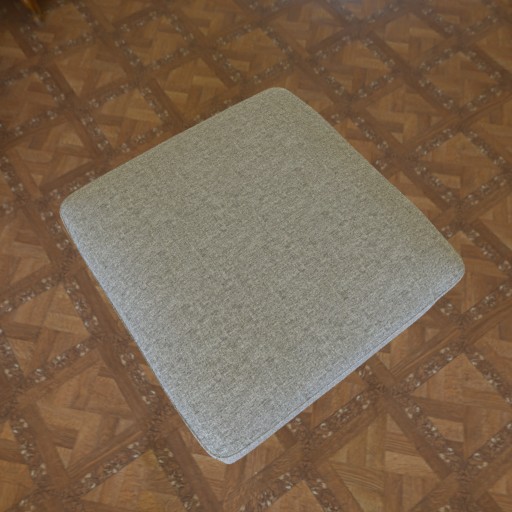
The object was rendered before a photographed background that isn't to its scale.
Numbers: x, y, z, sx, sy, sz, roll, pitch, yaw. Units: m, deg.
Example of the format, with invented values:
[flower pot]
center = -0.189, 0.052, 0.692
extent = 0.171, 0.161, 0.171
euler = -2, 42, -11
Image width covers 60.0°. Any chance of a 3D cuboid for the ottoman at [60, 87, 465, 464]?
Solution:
[ottoman]
center = 0.000, 0.000, 1.627
extent = 1.035, 0.526, 1.039
euler = -33, 68, -15
